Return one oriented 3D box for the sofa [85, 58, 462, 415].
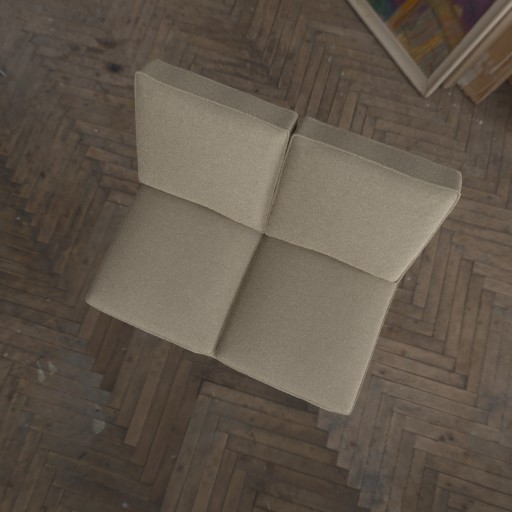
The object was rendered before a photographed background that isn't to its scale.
[{"bbox_3d":[0.000,0.000,1.910,1.237,1.008,0.951,22,77,5],"label":"sofa"}]
